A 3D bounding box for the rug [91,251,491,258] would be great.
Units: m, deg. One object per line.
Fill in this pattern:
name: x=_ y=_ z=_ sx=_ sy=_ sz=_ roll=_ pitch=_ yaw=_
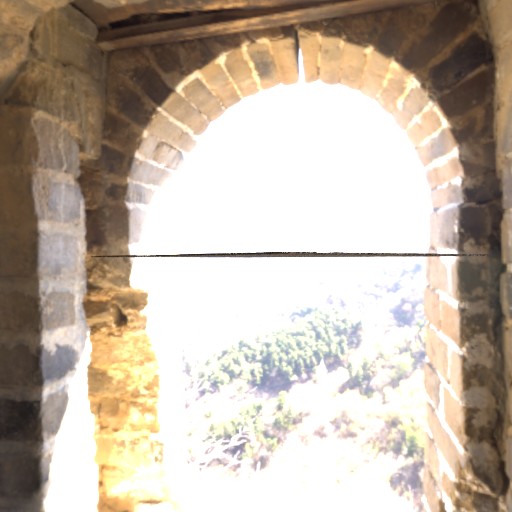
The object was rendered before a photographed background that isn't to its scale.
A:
rug: x=0.000 y=0.000 z=2.509 sx=1.237 sy=0.010 sz=2.029 roll=0 pitch=-1 yaw=-37
